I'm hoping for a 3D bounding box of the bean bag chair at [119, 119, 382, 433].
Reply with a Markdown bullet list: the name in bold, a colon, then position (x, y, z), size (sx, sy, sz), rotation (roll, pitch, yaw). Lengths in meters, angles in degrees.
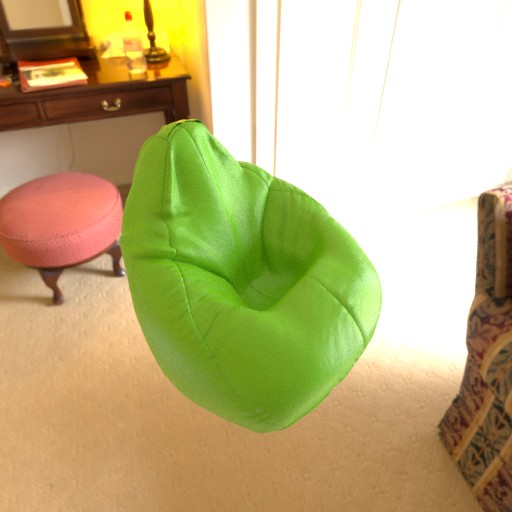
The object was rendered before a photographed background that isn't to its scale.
- **bean bag chair**: position (0.000, 0.000, 1.871), size (1.070, 0.990, 1.070), rotation (25, 46, 26)
